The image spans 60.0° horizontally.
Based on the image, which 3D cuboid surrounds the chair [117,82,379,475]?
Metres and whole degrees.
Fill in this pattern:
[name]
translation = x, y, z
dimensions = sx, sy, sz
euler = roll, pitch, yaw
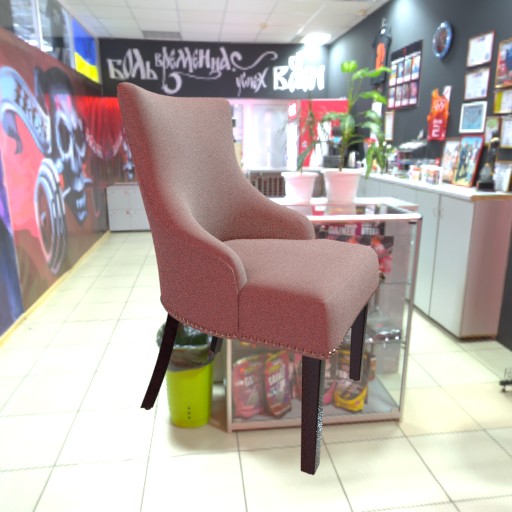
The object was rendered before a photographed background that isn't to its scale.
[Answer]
[chair]
translation = 0.000, 0.000, 1.271
dimensions = 0.629, 0.909, 0.566
euler = 7, 16, 25
